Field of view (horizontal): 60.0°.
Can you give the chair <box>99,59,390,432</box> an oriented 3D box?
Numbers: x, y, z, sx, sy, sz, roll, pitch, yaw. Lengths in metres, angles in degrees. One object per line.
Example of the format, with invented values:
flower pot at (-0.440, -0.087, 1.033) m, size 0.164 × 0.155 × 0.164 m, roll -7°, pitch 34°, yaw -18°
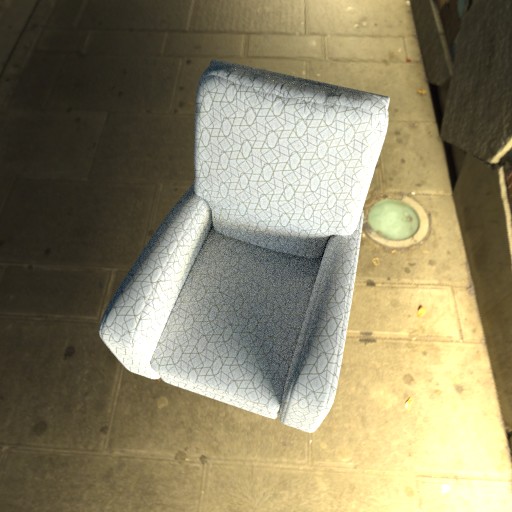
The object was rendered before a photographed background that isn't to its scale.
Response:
chair at (0.000, 0.000, 1.685) m, size 0.796 × 1.064 × 0.995 m, roll 16°, pitch 62°, yaw 9°
